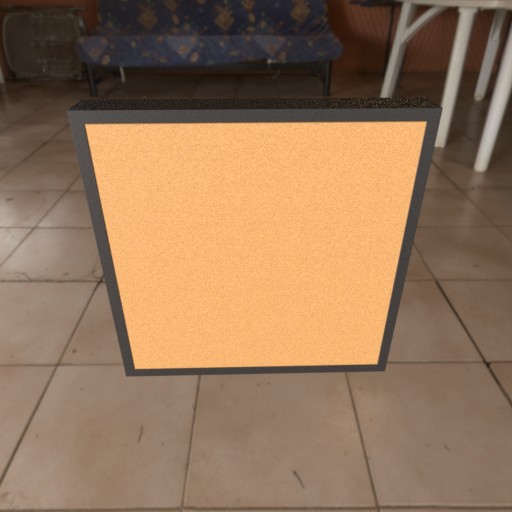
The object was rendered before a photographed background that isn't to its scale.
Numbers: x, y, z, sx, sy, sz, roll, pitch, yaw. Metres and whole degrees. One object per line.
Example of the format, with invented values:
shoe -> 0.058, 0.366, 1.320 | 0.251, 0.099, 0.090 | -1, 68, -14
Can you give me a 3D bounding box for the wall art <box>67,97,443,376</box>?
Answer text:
wall art -> 0.000, 0.000, 0.454 | 0.304, 0.304, 0.038 | -1, 32, -1
